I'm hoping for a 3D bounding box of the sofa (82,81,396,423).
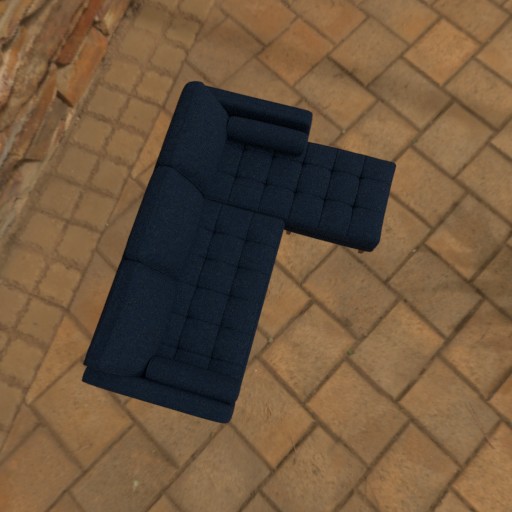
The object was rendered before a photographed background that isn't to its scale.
[{"bbox_3d":[0.000,0.000,3.033,1.613,0.841,2.185,15,76,4],"label":"sofa"}]
